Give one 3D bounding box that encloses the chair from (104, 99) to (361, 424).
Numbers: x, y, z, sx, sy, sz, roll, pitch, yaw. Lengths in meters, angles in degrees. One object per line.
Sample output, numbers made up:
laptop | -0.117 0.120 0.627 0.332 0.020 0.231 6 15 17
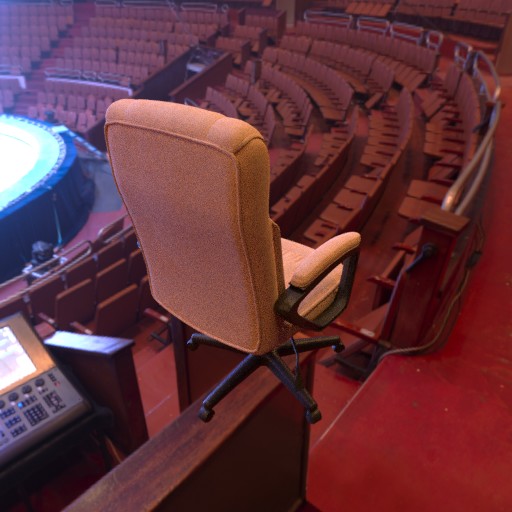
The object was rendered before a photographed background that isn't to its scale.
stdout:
chair | 0.000 0.000 1.527 0.667 1.105 0.724 22 36 33
